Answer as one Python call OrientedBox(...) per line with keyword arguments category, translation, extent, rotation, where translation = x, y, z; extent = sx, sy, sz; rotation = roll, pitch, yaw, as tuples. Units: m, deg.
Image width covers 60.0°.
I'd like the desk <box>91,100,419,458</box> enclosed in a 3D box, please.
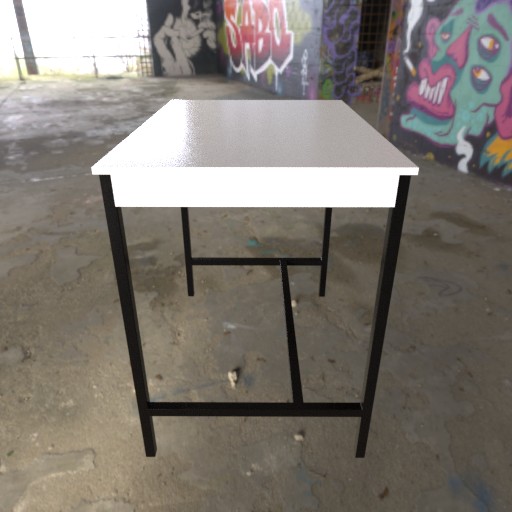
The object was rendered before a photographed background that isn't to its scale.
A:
OrientedBox(category="desk", translation=(0.000, 0.000, 1.310), extent=(0.573, 0.766, 0.811), rotation=(0, 27, 0))
